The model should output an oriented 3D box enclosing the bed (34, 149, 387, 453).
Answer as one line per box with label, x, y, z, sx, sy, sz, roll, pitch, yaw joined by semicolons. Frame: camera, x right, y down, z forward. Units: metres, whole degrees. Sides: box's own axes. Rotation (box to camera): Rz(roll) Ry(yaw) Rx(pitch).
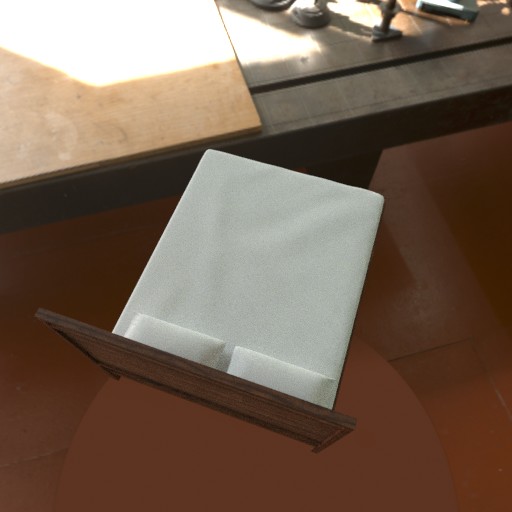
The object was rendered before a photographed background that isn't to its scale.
bed;0.000;0.000;3.398;1.765;1.487;2.218;17;63;9
